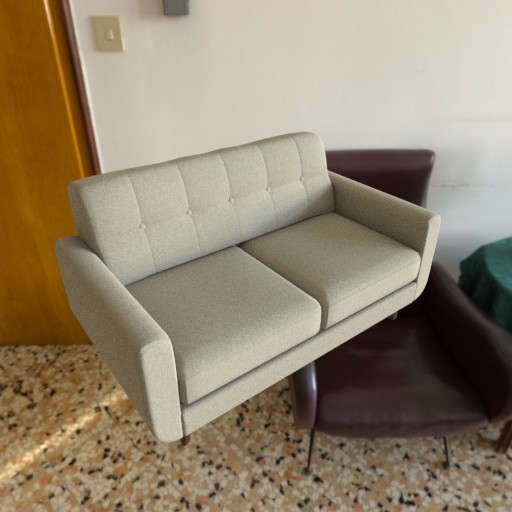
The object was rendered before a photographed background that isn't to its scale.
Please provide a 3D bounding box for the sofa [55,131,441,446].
[{"bbox_3d":[0.000,0.000,2.214,1.655,0.892,0.980,-21,37,-31],"label":"sofa"}]
